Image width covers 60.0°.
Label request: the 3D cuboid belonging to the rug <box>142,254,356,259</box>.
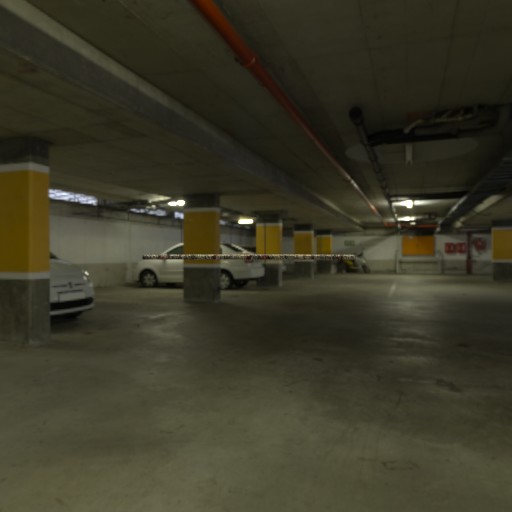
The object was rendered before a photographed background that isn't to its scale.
[{"bbox_3d":[0.000,0.000,2.563,0.688,0.015,2.292,0,0,1],"label":"rug"}]
